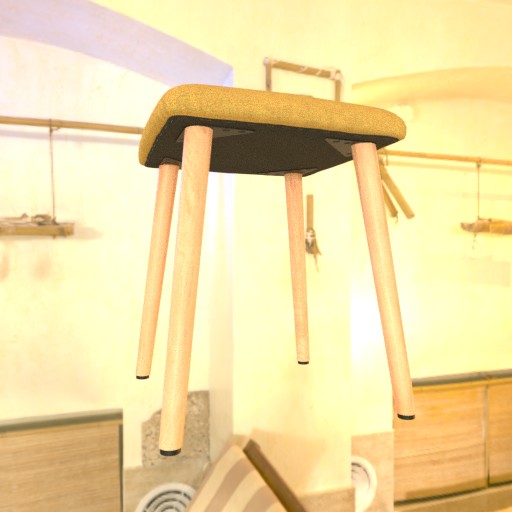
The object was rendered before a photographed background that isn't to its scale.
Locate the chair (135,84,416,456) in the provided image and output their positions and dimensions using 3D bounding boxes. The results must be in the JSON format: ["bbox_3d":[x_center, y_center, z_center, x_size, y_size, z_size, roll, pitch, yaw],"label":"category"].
[{"bbox_3d":[0.000,0.000,0.699,0.350,0.440,0.350,0,0,-20],"label":"chair"}]
